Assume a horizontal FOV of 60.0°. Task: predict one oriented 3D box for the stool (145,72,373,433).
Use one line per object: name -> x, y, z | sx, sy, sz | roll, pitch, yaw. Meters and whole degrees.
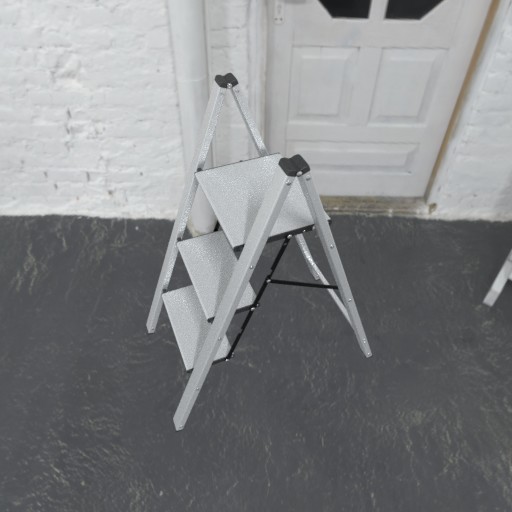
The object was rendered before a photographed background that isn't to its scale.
stool -> 0.000, 0.000, 1.298 | 0.730, 0.902, 0.441 | -16, 49, -15
